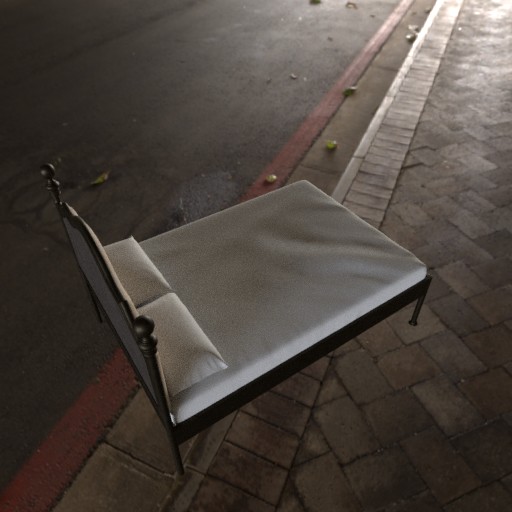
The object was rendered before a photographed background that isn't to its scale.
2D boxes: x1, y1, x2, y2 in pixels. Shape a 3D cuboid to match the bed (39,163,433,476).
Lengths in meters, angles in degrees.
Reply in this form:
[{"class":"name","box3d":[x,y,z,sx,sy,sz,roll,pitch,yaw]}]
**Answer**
[{"class":"bed","box3d":[0.000,0.000,3.129,2.170,1.462,1.533,-24,47,-25]}]
